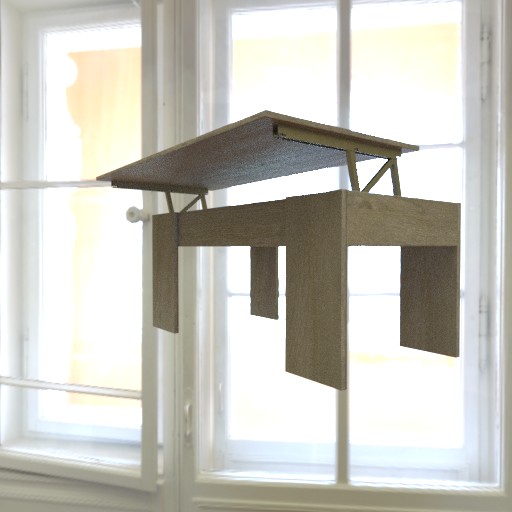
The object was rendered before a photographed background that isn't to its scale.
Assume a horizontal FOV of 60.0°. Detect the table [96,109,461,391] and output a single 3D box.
[{"bbox_3d":[0.000,0.000,1.440,0.711,0.570,1.000,-1,1,-37],"label":"table"}]
